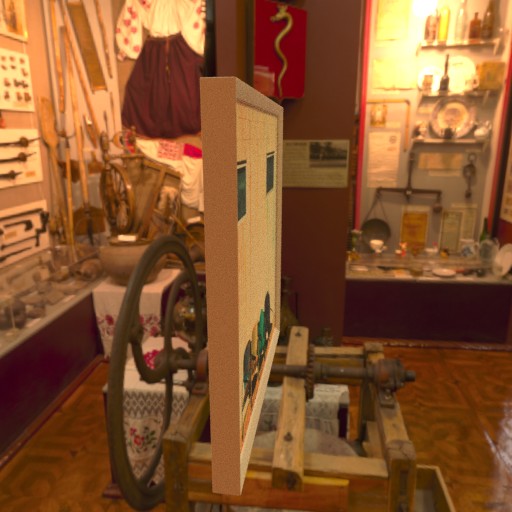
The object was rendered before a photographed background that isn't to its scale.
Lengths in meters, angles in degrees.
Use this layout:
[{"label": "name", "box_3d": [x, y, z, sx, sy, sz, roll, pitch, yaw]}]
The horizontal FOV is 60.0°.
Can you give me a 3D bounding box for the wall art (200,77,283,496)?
[{"label": "wall art", "box_3d": [0.000, 0.000, 0.753, 0.037, 0.508, 0.508, 2, 15, 8]}]
